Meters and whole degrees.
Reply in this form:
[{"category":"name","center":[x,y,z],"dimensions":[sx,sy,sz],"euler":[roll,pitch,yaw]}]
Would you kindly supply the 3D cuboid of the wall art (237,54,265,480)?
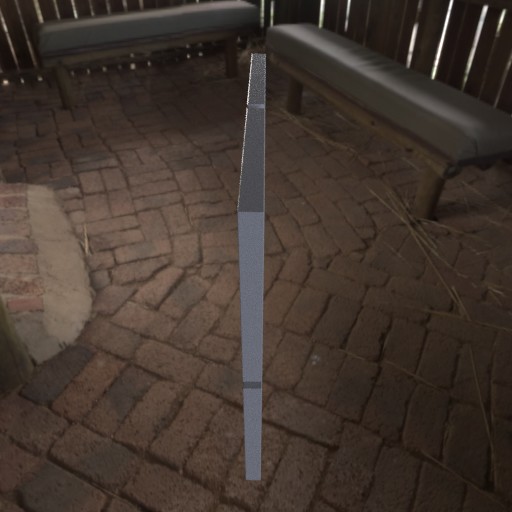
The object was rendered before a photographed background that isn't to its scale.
[{"category":"wall art","center":[0.000,0.000,0.896],"dimensions":[0.029,0.611,0.611],"euler":[1,39,1]}]
